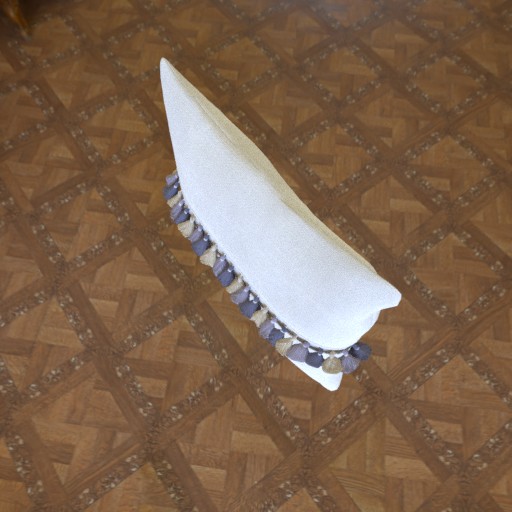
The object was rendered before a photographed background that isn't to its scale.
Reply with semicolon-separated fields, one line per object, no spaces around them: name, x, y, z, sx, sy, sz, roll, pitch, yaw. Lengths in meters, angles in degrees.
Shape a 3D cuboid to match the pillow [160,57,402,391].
pillow;0.000;0.000;0.753;0.165;0.481;0.489;-35;68;-16
